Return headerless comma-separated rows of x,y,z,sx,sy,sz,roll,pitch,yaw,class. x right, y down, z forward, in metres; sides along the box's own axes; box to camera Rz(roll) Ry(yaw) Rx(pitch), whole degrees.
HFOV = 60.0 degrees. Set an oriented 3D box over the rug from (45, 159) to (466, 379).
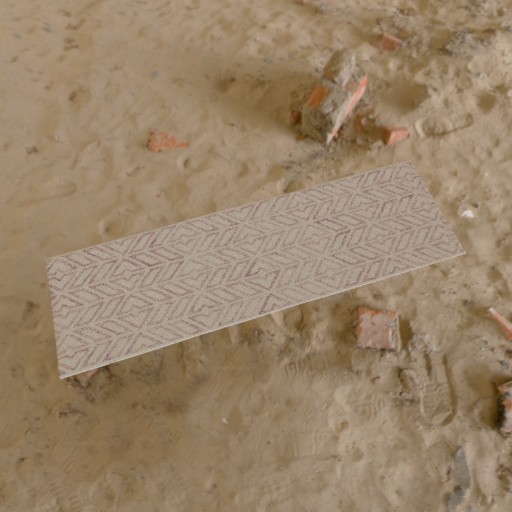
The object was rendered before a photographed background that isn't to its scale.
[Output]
0.000,0.000,2.679,2.435,0.009,0.750,-16,65,-8,rug
